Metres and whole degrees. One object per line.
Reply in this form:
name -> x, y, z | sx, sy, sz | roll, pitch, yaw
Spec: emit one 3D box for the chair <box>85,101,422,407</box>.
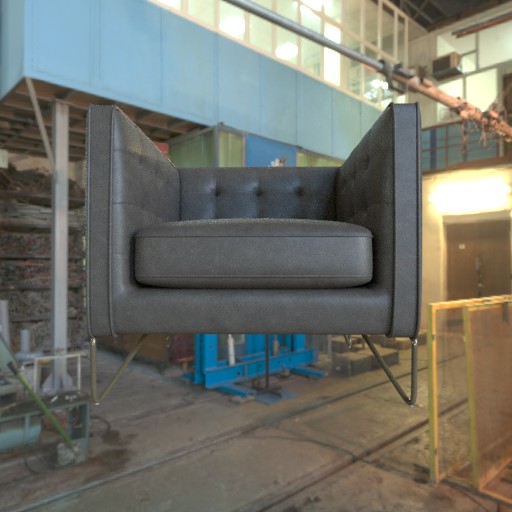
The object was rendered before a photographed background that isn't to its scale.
chair -> 0.000, 0.000, 1.546 | 0.880, 0.790, 0.894 | 0, -1, 1
